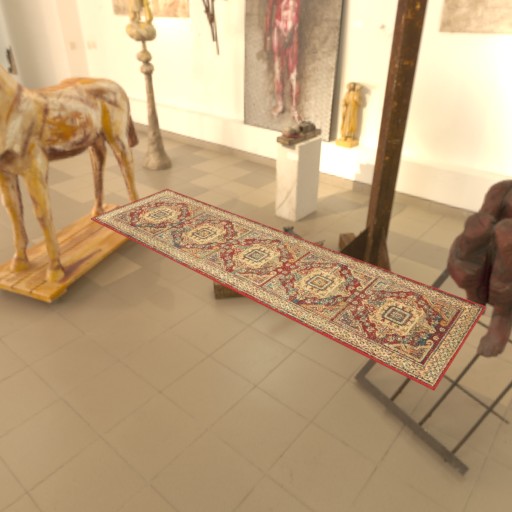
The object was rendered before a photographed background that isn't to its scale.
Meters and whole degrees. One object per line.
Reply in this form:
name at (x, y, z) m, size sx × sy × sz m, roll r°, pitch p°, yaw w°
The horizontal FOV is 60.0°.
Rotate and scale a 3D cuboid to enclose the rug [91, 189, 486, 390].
rug at (0.000, 0.000, 2.514) m, size 2.292 × 0.015 × 0.659 m, roll 23°, pitch 38°, yaw 33°
